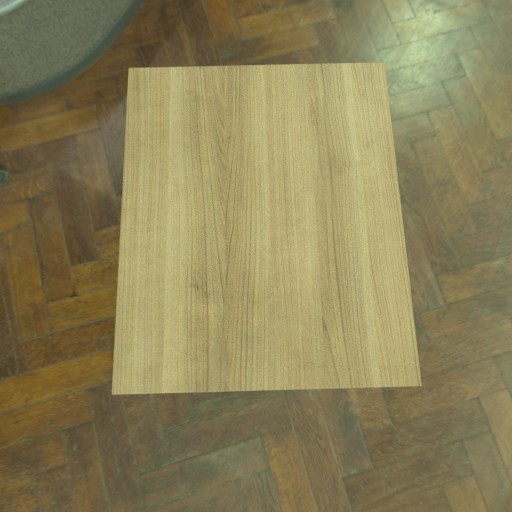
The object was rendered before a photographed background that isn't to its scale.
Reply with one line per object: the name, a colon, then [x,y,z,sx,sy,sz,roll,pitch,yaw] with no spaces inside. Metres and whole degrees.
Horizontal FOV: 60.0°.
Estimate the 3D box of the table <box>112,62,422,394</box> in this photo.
table: [0.000,0.000,0.800,0.380,0.460,0.445,-1,76,0]
